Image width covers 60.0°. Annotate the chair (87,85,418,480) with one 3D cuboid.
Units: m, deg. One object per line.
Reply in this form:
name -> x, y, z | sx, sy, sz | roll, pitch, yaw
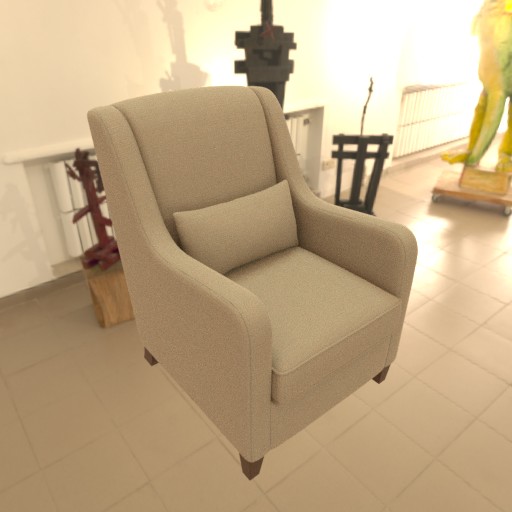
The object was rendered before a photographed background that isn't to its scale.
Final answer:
chair -> 0.000, 0.000, 1.562 | 0.715, 1.017, 0.896 | -22, 37, -33
